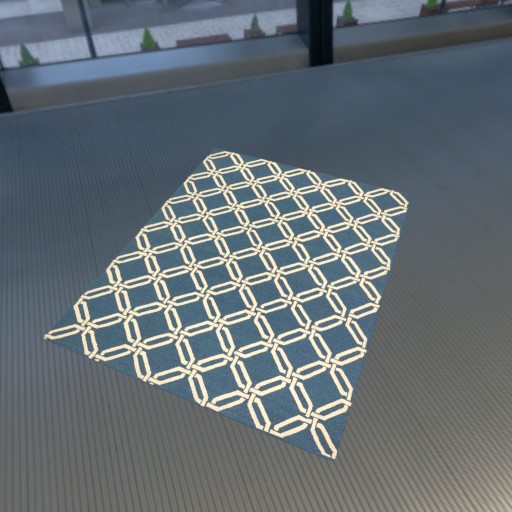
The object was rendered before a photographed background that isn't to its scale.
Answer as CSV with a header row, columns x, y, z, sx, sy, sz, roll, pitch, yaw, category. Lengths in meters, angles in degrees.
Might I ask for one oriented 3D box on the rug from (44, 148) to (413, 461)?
x,y,z,sx,sy,sz,roll,pitch,yaw,category
0.000,0.000,3.939,2.277,0.020,2.867,17,48,16,rug
